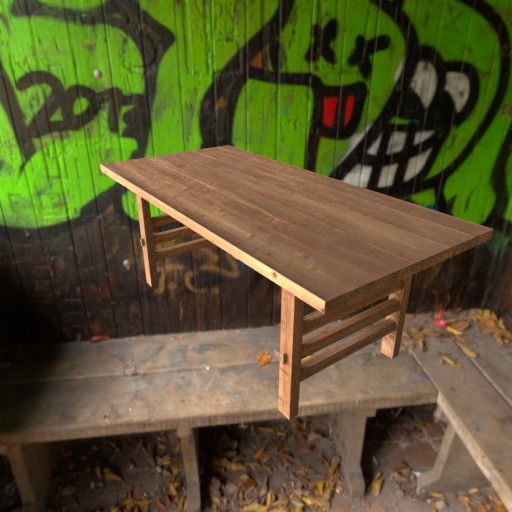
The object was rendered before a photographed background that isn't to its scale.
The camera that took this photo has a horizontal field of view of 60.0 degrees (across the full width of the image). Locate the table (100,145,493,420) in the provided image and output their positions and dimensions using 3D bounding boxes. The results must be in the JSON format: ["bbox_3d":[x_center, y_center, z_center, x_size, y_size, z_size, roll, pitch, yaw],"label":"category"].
[{"bbox_3d":[0.000,0.000,2.457,0.952,0.760,2.003,-18,31,-32],"label":"table"}]
